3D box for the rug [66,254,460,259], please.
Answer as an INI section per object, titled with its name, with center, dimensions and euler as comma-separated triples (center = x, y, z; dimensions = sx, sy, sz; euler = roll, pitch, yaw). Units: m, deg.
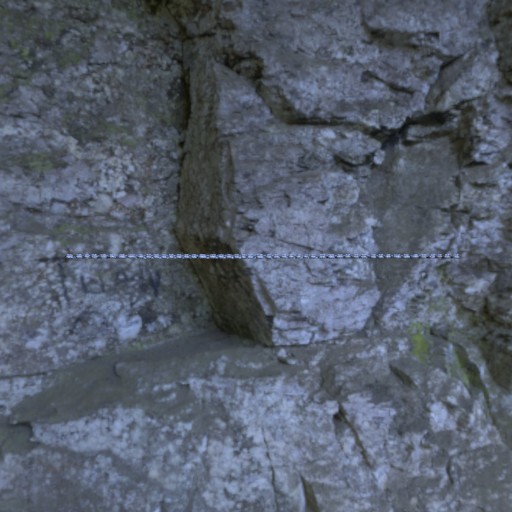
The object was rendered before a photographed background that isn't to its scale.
[rug]
center = 0.000, 0.000, 2.952
dimensions = 1.613, 0.017, 2.312
euler = 0, 0, -2
